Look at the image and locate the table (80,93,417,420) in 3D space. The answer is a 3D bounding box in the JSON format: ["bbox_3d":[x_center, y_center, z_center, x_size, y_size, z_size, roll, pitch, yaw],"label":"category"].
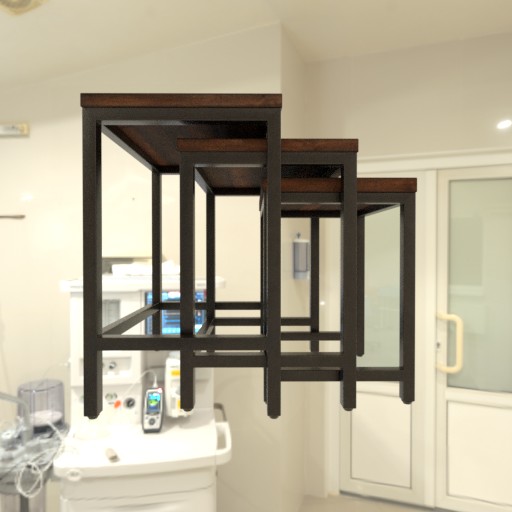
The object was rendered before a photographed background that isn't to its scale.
[{"bbox_3d":[0.000,0.000,1.136,0.660,0.616,0.608,0,1,0],"label":"table"}]
